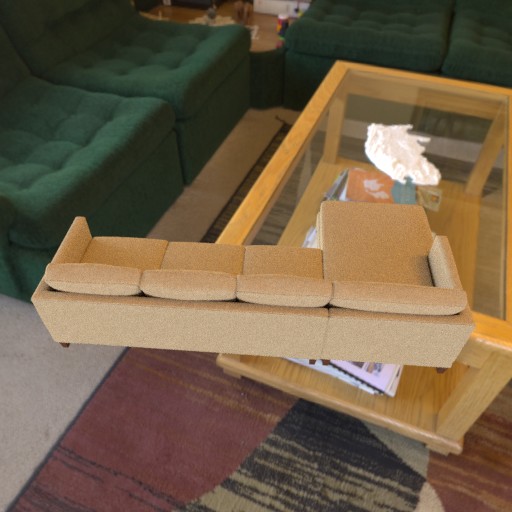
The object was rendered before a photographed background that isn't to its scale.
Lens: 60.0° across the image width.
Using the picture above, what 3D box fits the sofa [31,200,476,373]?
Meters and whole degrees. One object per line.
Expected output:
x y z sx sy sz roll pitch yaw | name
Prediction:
0.000 0.000 3.869 3.186 0.846 1.625 3 46 3 | sofa
